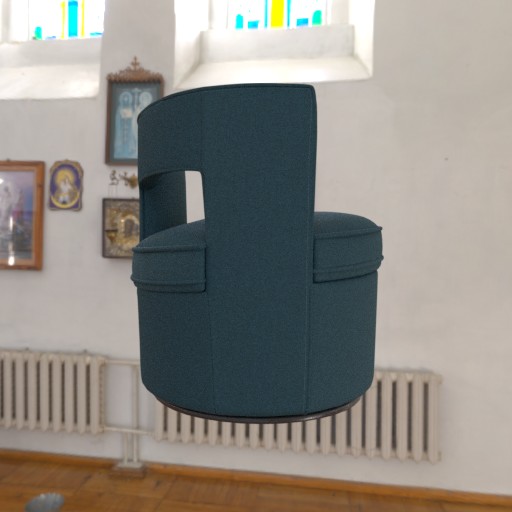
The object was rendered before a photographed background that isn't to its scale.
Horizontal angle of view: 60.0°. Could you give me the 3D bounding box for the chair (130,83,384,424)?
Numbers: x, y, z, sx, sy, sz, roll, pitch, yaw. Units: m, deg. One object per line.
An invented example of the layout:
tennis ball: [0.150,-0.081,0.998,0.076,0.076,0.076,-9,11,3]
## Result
chair: [0.000,0.000,1.216,0.660,0.711,0.684,0,0,-37]
